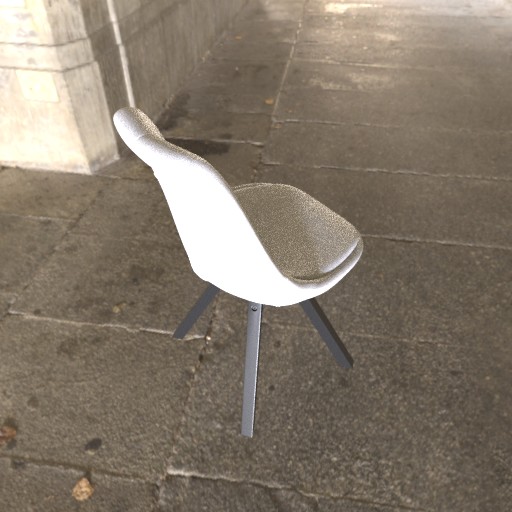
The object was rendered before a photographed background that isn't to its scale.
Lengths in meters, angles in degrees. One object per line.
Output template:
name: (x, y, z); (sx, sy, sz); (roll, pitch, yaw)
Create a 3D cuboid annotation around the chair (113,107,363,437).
chair: (0.000, 0.000, 1.186); (0.550, 0.850, 0.485); (-26, 47, -26)
